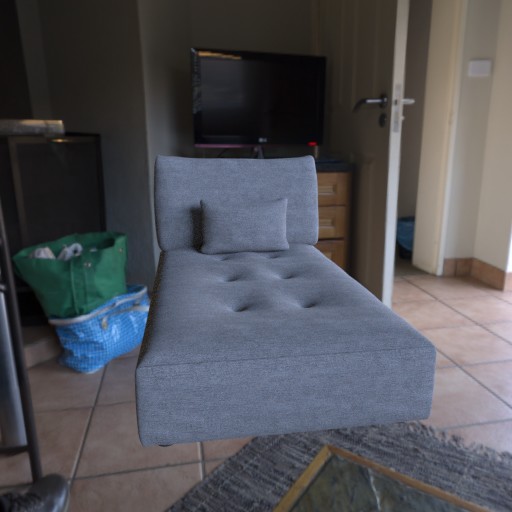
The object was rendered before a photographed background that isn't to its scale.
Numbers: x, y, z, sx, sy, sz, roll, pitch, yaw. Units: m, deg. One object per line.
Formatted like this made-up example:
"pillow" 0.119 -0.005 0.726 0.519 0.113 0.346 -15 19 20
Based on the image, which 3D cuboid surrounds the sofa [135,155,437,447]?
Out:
"sofa" 0.000 0.000 1.927 0.930 0.820 1.450 -2 14 -9
